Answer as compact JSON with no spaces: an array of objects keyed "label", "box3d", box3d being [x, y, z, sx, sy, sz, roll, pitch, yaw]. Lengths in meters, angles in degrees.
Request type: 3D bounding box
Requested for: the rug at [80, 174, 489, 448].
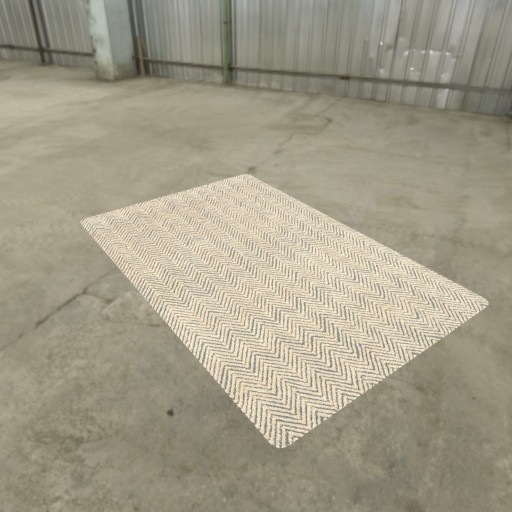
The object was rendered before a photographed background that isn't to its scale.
[{"label":"rug","box3d":[0.000,0.000,2.146,1.144,0.008,1.752,-22,39,-30]}]
